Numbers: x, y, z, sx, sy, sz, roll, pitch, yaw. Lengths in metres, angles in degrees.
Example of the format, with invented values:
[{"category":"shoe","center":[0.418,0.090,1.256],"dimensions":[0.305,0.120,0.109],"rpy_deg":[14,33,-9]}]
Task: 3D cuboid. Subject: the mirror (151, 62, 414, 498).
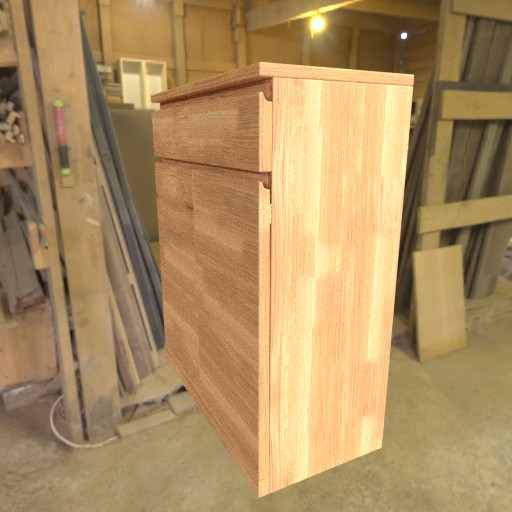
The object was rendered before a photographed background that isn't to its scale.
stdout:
[{"category":"mirror","center":[0.000,0.000,1.396],"dimensions":[0.400,1.000,0.800],"rpy_deg":[-8,17,-26]}]
